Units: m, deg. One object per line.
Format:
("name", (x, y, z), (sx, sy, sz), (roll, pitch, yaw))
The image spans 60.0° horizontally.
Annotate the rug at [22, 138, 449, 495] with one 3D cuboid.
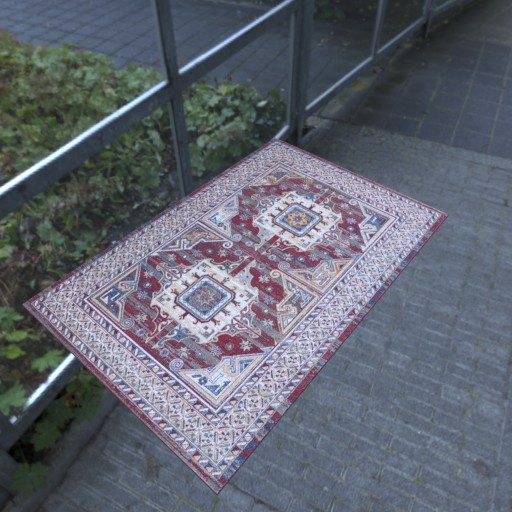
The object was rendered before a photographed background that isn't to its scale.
("rug", (0.000, 0.000, 5.529), (3.033, 0.033, 4.578), (31, 54, 27))
